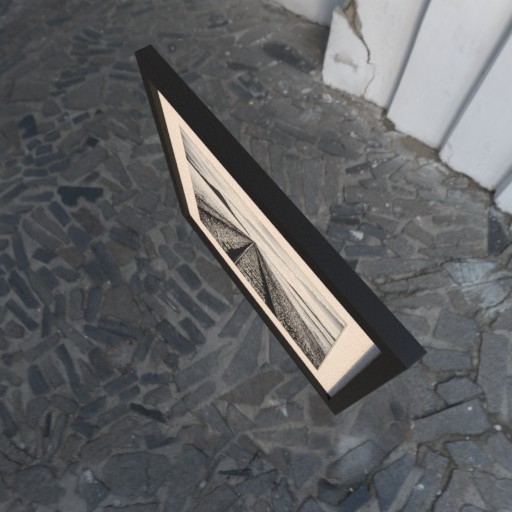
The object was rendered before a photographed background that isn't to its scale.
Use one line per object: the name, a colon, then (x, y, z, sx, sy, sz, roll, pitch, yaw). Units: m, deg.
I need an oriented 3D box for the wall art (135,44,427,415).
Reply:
wall art: (0.000, 0.000, 0.753, 0.029, 0.458, 0.559, -33, 69, -15)
